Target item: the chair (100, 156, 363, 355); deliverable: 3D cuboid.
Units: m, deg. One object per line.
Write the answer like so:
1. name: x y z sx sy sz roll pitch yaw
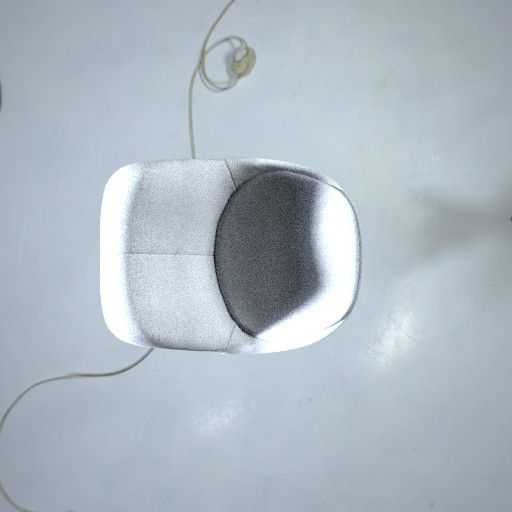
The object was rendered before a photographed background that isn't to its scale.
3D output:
1. chair: 0.000 0.000 1.166 0.550 0.850 0.485 0 89 -1
